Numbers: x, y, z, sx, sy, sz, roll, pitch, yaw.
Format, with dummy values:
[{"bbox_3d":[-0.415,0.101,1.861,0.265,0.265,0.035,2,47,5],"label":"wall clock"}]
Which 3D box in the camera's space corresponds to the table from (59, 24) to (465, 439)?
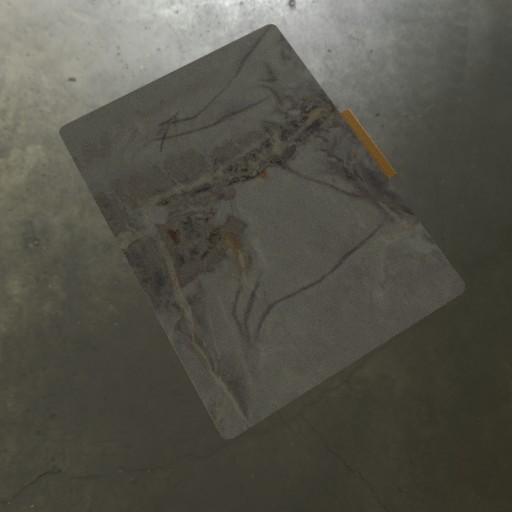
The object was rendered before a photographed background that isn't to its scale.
[{"bbox_3d":[0.000,0.000,0.896,0.400,0.570,0.500,-30,77,-8],"label":"table"}]
